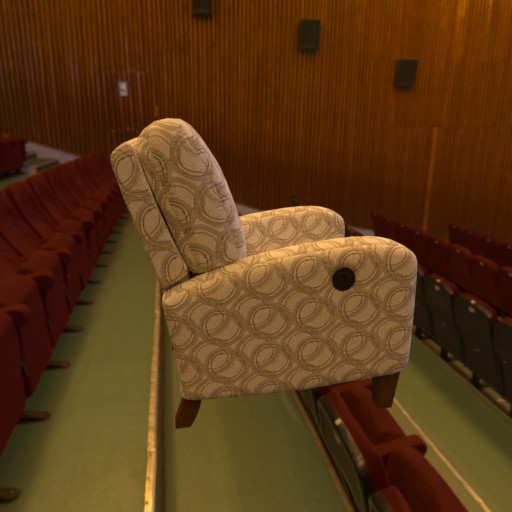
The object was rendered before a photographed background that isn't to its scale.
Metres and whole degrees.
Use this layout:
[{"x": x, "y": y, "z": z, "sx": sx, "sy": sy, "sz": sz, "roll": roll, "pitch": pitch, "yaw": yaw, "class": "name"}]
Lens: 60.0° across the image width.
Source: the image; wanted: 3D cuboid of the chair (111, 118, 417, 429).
[{"x": 0.000, "y": 0.000, "z": 1.798, "sx": 0.995, "sy": 1.065, "sz": 0.796, "roll": -3, "pitch": 17, "yaw": -11, "class": "chair"}]
